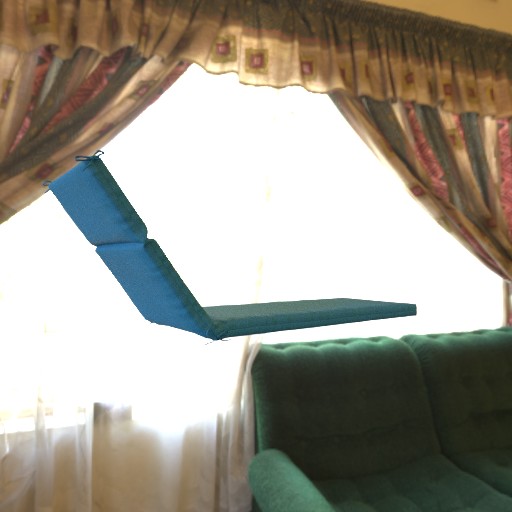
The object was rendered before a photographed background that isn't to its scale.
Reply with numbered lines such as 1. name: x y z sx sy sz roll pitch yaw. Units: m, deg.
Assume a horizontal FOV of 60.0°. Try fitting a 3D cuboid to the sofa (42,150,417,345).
1. sofa: 0.000 0.000 1.973 1.663 0.622 0.582 1 -1 -36
